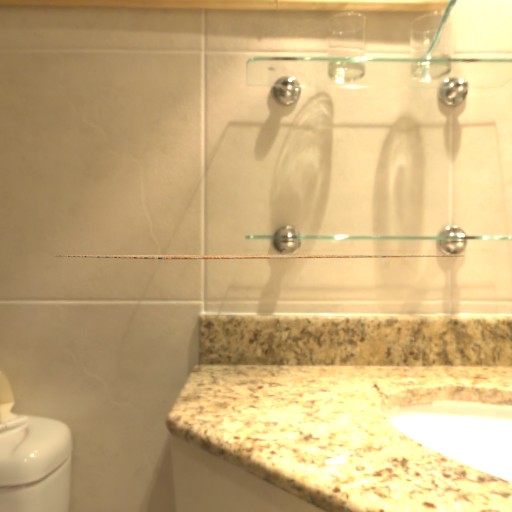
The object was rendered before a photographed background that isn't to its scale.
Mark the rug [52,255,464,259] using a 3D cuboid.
[{"bbox_3d":[0.000,0.000,4.187,3.048,0.010,2.439,0,0,-37],"label":"rug"}]
